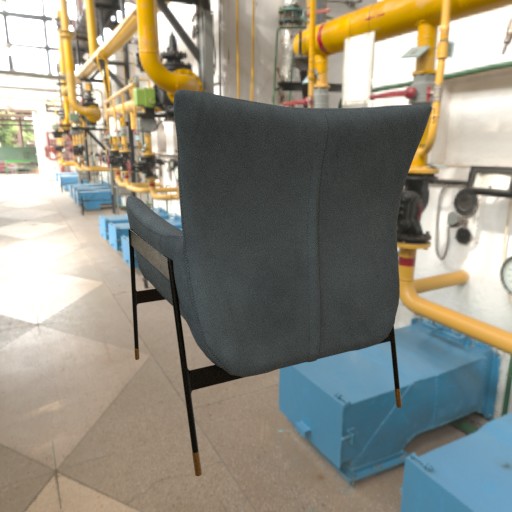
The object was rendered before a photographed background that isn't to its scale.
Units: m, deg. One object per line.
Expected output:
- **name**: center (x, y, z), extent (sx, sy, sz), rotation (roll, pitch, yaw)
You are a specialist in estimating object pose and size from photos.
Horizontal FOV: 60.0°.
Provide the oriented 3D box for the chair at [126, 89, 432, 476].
- **chair**: center (0.000, 0.000, 1.362), extent (0.678, 0.858, 0.709), rotation (-7, 15, -26)
